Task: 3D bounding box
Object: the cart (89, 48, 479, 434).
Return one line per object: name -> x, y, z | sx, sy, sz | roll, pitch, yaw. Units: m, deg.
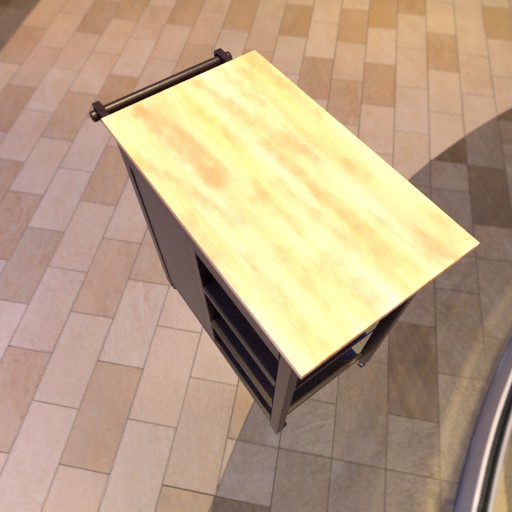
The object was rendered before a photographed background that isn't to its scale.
cart -> 0.000, 0.000, 1.404 | 0.472, 0.878, 0.914 | -32, 64, -18
